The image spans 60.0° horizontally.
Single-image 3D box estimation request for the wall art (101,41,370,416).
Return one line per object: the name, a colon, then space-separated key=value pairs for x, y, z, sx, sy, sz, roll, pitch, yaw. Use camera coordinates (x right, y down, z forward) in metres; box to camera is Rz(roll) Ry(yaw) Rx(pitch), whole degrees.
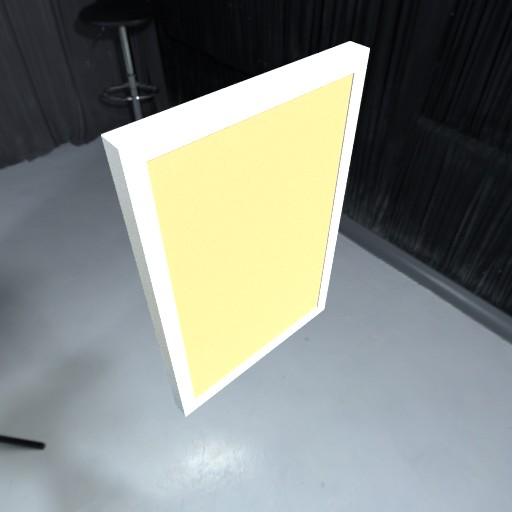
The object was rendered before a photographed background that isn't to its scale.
wall art: x=0.000 y=0.000 z=0.774 sx=0.408 sy=0.611 sz=0.038 roll=-32 pitch=53 yaw=-28
